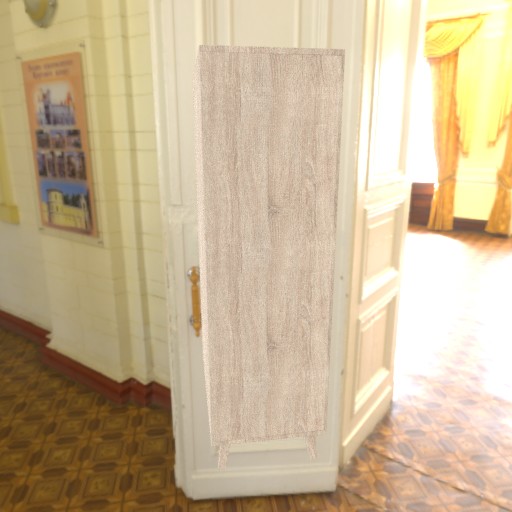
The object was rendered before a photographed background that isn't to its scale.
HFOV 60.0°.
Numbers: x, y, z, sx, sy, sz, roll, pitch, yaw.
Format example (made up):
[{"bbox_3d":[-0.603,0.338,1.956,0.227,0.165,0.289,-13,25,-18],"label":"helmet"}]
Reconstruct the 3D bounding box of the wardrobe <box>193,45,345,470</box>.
[{"bbox_3d":[0.000,0.000,2.461,0.600,1.960,1.000,-2,16,-9],"label":"wardrobe"}]
